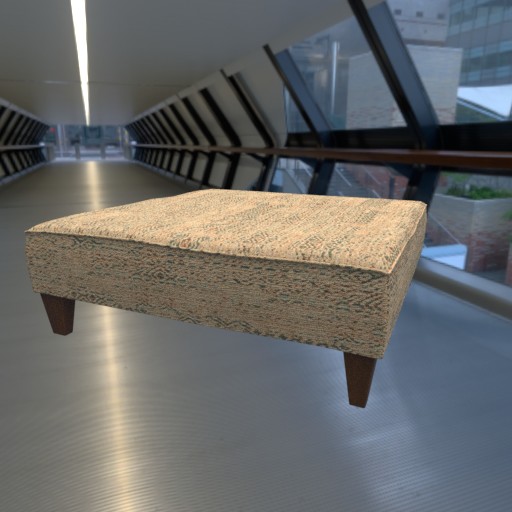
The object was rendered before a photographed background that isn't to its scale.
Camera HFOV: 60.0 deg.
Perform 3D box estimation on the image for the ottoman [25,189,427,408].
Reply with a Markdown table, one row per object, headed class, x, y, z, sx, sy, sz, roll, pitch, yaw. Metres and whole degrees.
| class | x | y | z | sx | sy | sz | roll | pitch | yaw |
| --- | --- | --- | --- | --- | --- | --- | --- | --- | --- |
| ottoman | 0.000 | 0.000 | 1.492 | 1.004 | 0.356 | 0.968 | 7 | 17 | 23 |
